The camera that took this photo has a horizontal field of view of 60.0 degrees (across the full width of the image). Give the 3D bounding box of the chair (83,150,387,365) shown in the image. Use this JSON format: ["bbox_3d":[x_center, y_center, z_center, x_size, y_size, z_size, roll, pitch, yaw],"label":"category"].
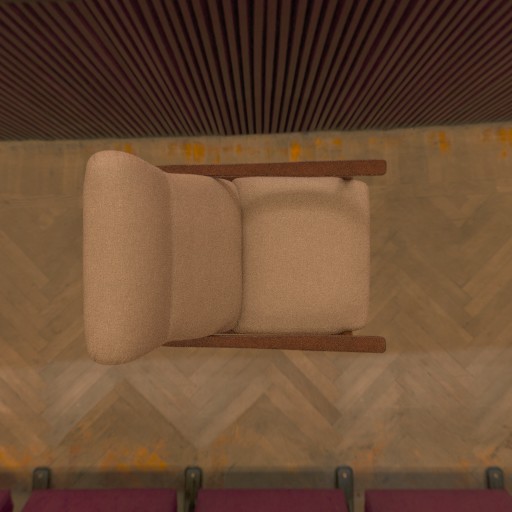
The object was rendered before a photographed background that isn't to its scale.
[{"bbox_3d":[0.000,0.000,1.833,1.030,1.082,0.762,0,91,1],"label":"chair"}]
